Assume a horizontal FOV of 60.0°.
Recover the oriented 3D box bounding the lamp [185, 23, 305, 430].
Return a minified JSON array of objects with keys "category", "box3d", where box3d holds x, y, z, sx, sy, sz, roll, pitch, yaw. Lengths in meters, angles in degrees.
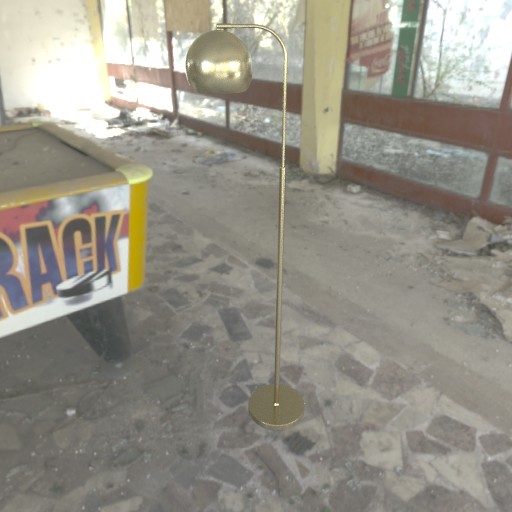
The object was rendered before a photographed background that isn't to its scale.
[{"category":"lamp","box3d":[0.000,0.000,1.642,0.431,1.526,0.250,0,26,-1]}]
